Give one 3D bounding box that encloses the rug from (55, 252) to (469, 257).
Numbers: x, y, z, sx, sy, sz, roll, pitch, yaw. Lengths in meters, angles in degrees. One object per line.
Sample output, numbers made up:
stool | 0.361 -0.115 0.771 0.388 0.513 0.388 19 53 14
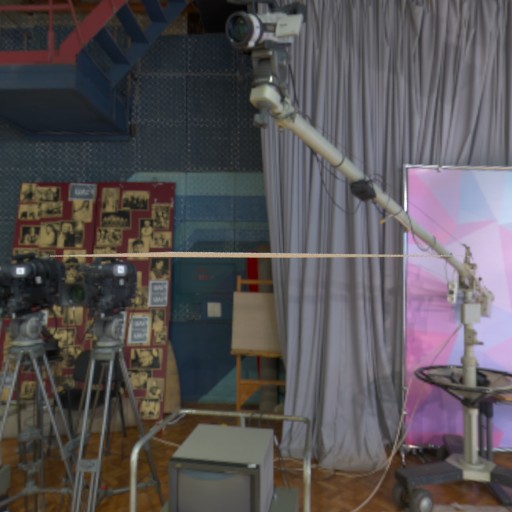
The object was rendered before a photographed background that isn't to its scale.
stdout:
rug | 0.000 0.000 3.936 2.880 0.005 2.391 0 -1 -37
